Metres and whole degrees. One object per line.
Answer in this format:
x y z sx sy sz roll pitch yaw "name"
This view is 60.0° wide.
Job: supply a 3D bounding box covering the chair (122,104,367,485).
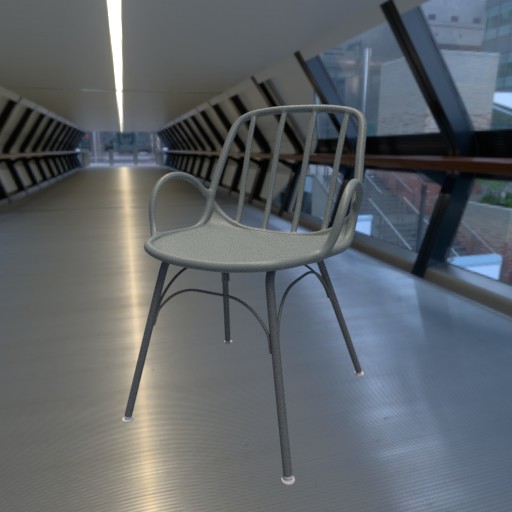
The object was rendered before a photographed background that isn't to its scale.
0.000 0.000 1.202 0.549 0.816 0.597 8 16 27 "chair"
